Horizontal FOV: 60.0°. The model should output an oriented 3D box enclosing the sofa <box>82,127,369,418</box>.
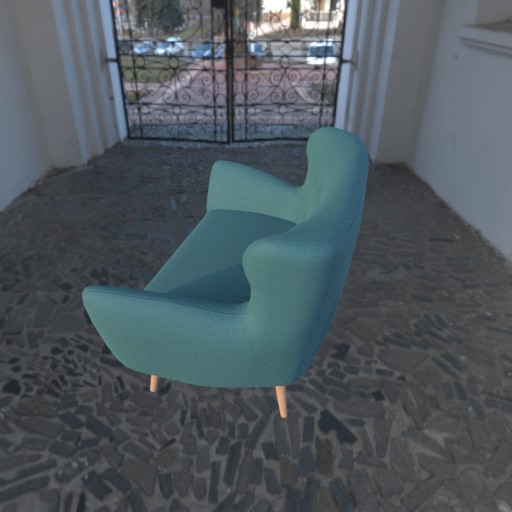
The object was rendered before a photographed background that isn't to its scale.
[{"bbox_3d":[0.000,0.000,2.023,0.889,0.889,1.397,8,32,13],"label":"sofa"}]
